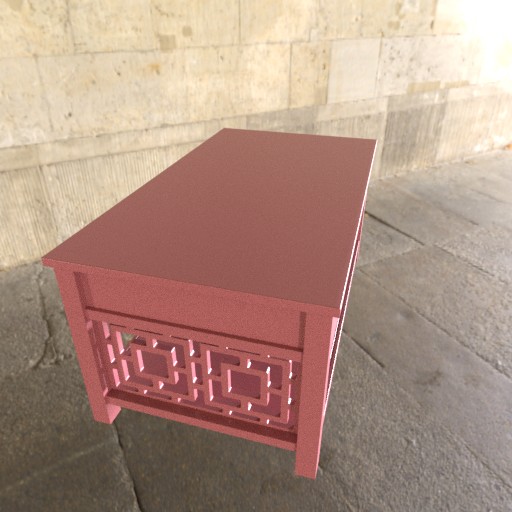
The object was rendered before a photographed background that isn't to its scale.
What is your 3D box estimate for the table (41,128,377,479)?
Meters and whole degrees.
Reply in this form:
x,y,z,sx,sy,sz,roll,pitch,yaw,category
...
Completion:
x,y,z,sx,sy,sz,roll,pitch,yaw,category
0.000,0.000,1.385,0.612,0.493,1.068,9,31,14,table
